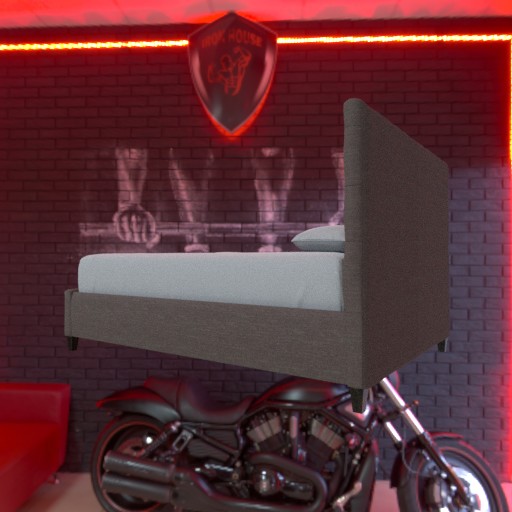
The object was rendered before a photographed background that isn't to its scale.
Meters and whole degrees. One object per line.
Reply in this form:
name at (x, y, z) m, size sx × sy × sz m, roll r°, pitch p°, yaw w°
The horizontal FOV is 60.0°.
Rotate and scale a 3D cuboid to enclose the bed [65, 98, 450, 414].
bed at (0.000, 0.000, 3.335) m, size 2.387 × 1.427 × 1.698 m, roll 0°, pitch 0°, yaw 36°
